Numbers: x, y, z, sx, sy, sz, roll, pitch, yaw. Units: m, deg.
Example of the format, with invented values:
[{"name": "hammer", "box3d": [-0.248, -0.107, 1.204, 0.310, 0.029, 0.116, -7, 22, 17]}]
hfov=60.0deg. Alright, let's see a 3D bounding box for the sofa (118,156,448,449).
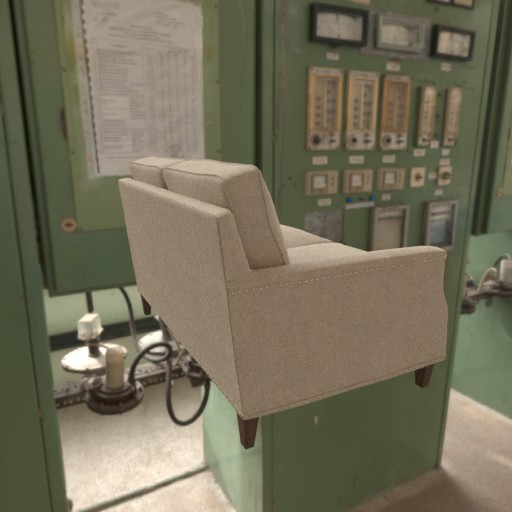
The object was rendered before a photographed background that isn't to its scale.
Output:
[{"name": "sofa", "box3d": [0.000, 0.000, 2.292, 1.084, 1.002, 1.597, -7, 16, -27]}]
